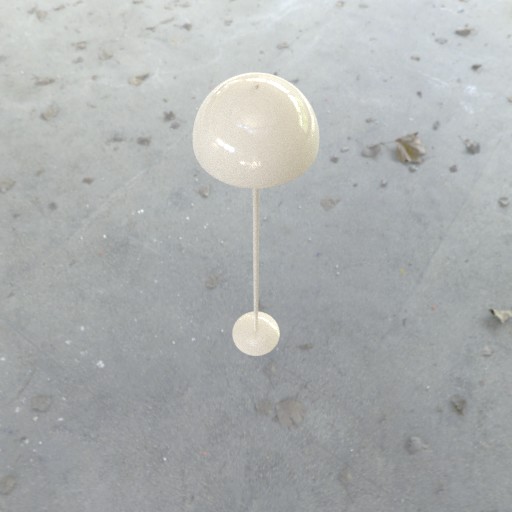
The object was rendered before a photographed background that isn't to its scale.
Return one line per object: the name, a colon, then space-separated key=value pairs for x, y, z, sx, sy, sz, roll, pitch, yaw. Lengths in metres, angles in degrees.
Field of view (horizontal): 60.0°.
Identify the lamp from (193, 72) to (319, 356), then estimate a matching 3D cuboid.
lamp: x=0.000 y=0.000 z=1.636 sx=0.328 sy=1.480 sz=0.328 roll=32 pitch=63 yaw=18
